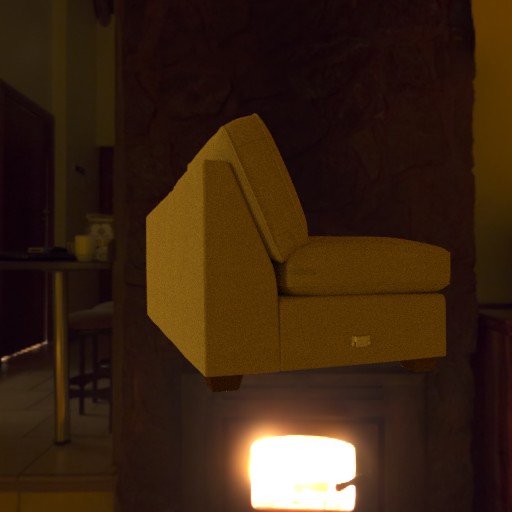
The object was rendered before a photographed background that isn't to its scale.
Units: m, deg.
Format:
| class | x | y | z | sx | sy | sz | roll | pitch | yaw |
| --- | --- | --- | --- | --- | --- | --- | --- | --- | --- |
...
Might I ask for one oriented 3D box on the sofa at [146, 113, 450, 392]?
| class | x | y | z | sx | sy | sz | roll | pitch | yaw |
| --- | --- | --- | --- | --- | --- | --- | --- | --- | --- |
| sofa | 0.000 | 0.000 | 2.714 | 1.127 | 1.036 | 2.092 | 0 | -1 | -19 |
